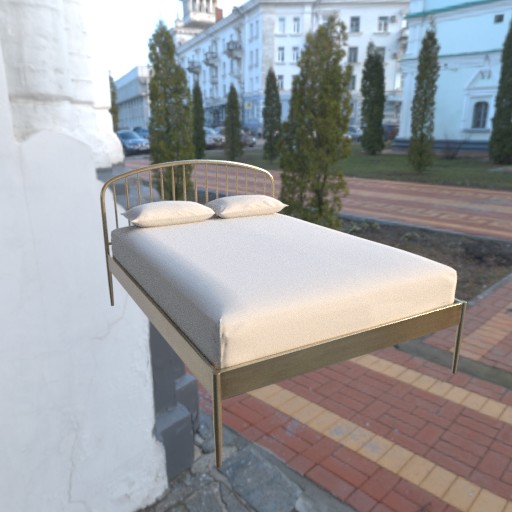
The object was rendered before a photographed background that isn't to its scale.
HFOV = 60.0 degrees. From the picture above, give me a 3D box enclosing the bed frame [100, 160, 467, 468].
[{"bbox_3d":[0.000,0.000,3.054,1.612,1.175,2.152,-9,18,-28],"label":"bed frame"}]
